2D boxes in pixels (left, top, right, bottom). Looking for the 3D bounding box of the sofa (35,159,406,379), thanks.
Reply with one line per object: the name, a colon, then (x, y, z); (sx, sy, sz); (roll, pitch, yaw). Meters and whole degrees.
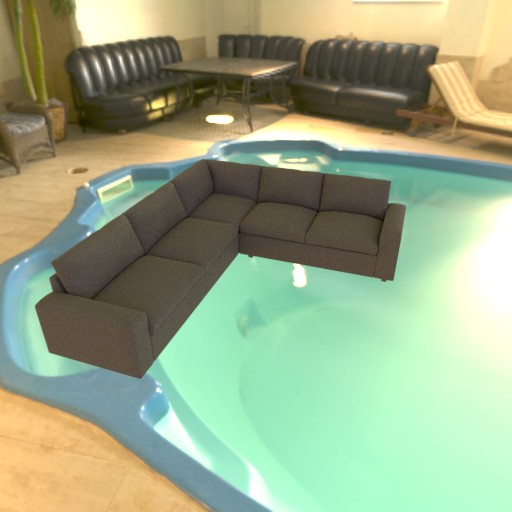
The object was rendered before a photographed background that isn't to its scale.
sofa: (0.000, 0.000, 4.782); (2.895, 0.965, 3.277); (10, 32, 17)
